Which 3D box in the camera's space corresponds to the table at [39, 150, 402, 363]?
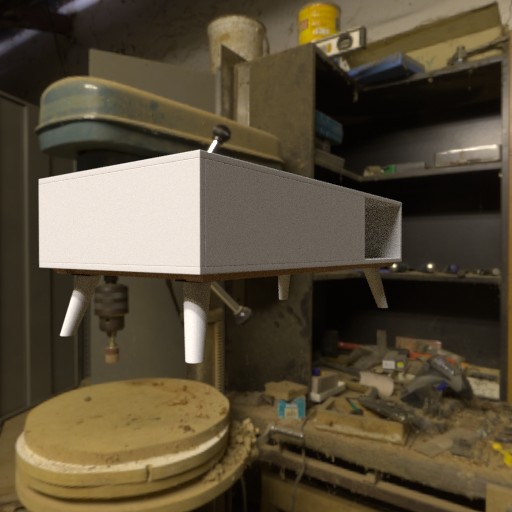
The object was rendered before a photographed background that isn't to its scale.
[{"bbox_3d":[0.000,0.000,1.525,0.609,0.432,1.194,1,1,36],"label":"table"}]
